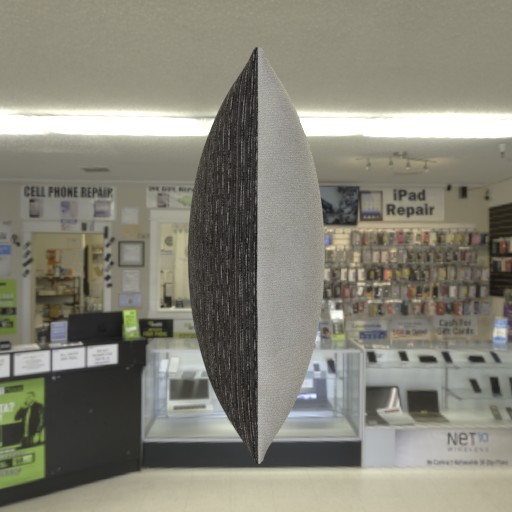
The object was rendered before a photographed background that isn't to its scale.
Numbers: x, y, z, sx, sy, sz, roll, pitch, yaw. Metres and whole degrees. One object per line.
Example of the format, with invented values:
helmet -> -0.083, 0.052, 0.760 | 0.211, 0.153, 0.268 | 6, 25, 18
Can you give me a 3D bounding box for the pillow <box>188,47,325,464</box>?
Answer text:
pillow -> 0.000, 0.000, 0.670 | 0.196, 0.434, 0.433 | 0, 0, 0
